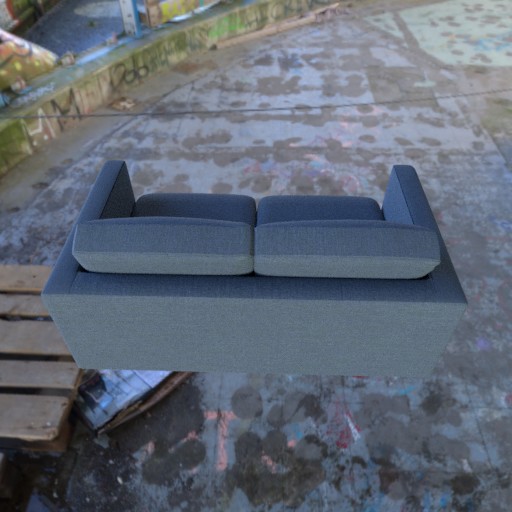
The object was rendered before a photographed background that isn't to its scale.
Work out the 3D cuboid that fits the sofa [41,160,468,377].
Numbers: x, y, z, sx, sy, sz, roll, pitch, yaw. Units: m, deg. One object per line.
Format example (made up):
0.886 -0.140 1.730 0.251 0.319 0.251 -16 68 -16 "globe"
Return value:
0.000 0.000 2.240 1.659 0.907 0.999 1 45 1 "sofa"
